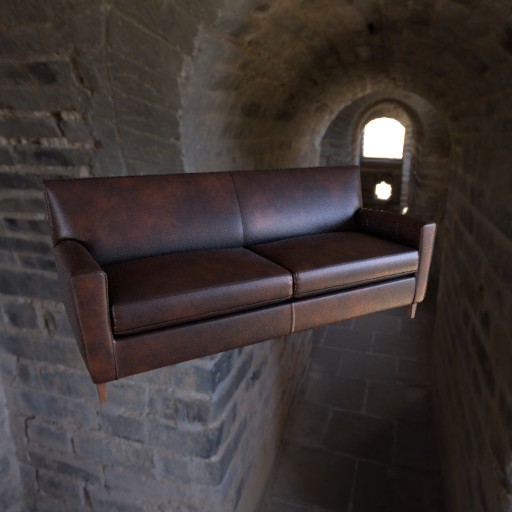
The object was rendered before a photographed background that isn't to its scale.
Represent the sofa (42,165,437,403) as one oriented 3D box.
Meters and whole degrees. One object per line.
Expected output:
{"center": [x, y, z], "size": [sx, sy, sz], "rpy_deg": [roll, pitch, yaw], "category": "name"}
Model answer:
{"center": [0.000, 0.000, 2.443], "size": [1.995, 0.871, 0.786], "rpy_deg": [-9, 18, -27], "category": "sofa"}
